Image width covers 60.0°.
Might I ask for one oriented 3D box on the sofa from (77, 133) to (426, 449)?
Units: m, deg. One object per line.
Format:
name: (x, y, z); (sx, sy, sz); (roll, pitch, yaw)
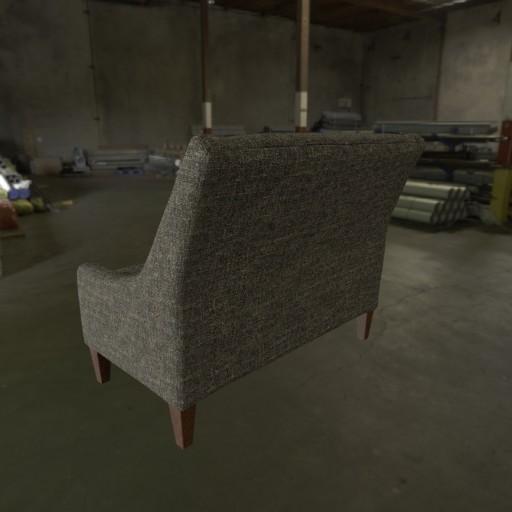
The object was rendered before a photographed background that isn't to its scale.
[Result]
sofa: (0.000, 0.000, 1.904); (0.870, 1.021, 1.242); (15, 21, 42)
